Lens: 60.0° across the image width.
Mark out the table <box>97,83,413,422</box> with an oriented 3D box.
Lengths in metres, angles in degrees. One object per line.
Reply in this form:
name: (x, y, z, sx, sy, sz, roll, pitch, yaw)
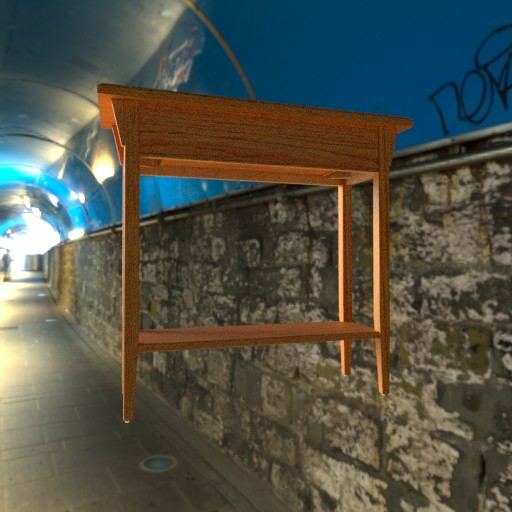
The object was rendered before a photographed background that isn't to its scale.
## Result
table: (0.000, 0.000, 1.139, 0.762, 0.711, 0.254, 0, -1, -17)
